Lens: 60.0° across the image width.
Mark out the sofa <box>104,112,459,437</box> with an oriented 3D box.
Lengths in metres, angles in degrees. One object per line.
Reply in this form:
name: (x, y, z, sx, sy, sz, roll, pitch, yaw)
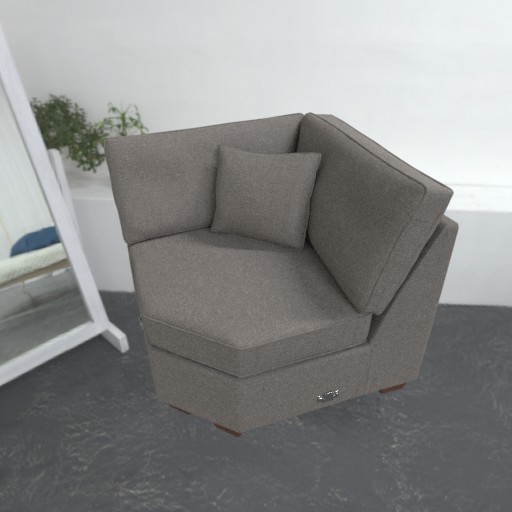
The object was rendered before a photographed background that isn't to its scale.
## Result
sofa: (0.000, 0.000, 1.840, 1.050, 0.951, 1.042, -10, 34, -15)
